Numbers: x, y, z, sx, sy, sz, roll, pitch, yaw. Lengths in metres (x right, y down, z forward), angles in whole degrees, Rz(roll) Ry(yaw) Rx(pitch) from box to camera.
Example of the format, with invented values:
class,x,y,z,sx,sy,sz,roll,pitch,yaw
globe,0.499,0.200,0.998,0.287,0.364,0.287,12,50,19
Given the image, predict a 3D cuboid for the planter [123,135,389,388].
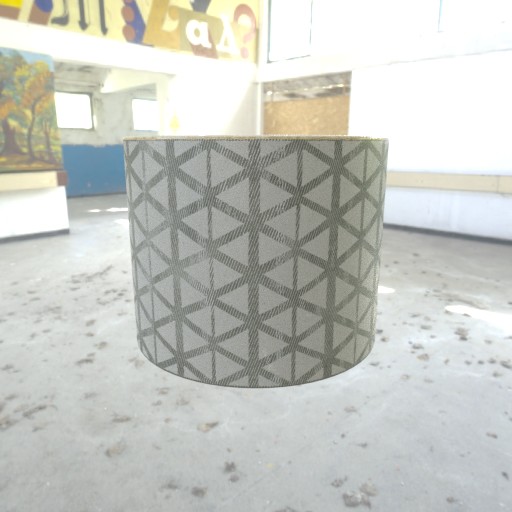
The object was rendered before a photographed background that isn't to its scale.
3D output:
class,x,y,z,sx,sy,sz,roll,pitch,yaw
planter,0.000,0.000,0.462,0.250,0.239,0.250,0,14,0
